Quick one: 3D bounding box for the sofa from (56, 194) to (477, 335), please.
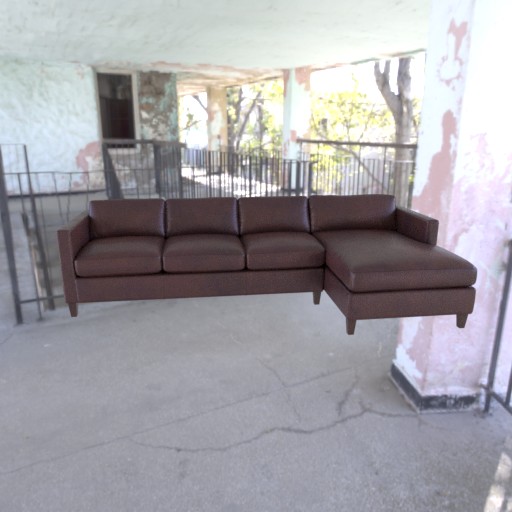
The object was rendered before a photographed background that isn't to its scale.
[{"bbox_3d":[0.000,0.000,3.873,3.203,0.883,1.581,-2,16,-7],"label":"sofa"}]
